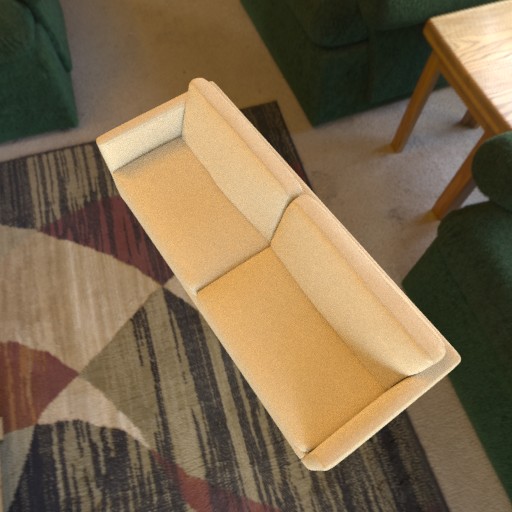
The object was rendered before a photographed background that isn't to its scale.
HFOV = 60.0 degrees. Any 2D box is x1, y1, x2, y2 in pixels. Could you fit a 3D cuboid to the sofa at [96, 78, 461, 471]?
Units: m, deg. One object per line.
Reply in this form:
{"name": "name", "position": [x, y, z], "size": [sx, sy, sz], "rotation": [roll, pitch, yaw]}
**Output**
{"name": "sofa", "position": [0.000, 0.000, 2.842], "size": [0.948, 0.965, 2.434], "rotation": [-32, 69, -14]}
